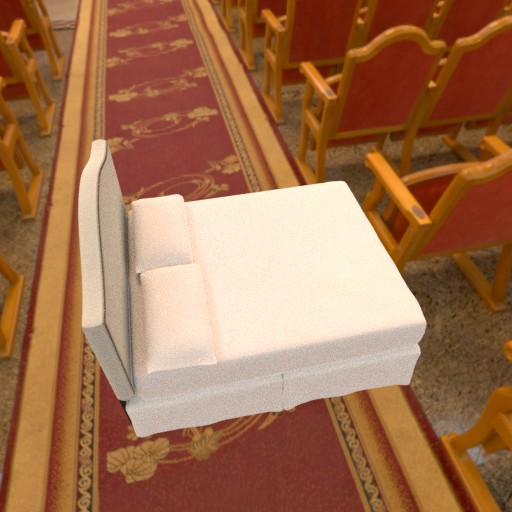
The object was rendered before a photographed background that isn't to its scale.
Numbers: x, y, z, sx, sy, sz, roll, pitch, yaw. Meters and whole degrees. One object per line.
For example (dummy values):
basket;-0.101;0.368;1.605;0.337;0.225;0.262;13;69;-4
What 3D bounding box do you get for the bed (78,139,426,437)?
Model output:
bed;0.000;0.000;3.356;2.180;1.607;1.813;-9;48;-9
